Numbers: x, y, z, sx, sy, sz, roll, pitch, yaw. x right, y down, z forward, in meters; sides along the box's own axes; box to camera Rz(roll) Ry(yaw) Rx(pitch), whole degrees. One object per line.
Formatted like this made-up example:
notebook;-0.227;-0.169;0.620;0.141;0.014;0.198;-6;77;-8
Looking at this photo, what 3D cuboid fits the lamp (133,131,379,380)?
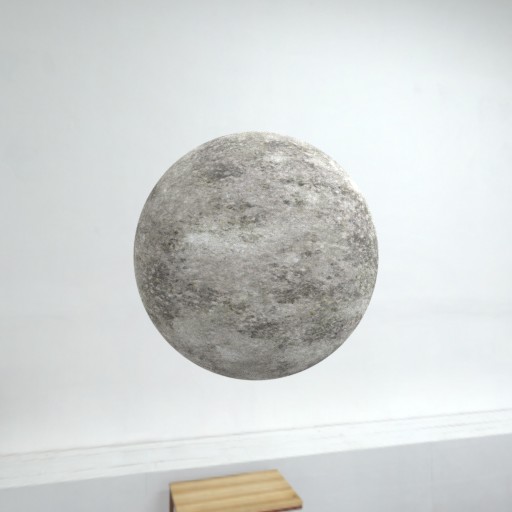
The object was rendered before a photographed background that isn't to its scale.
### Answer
lamp;0.000;0.000;0.791;0.422;0.429;0.422;0;1;0
